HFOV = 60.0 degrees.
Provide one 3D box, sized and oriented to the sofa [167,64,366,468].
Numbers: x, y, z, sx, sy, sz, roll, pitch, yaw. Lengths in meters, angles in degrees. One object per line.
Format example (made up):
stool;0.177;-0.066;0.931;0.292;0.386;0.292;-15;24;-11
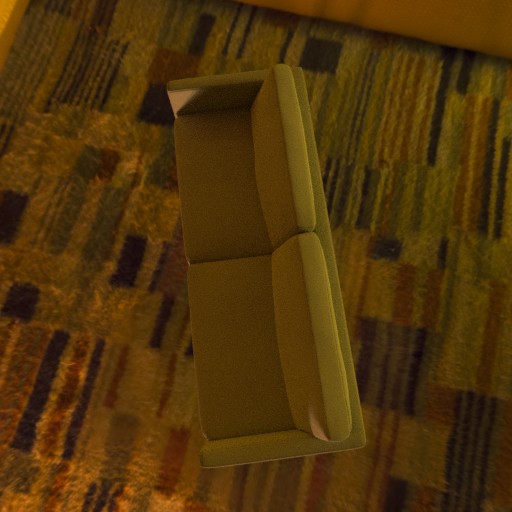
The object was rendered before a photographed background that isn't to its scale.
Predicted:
sofa;0.000;0.000;2.952;0.948;0.965;2.434;-7;77;-2
